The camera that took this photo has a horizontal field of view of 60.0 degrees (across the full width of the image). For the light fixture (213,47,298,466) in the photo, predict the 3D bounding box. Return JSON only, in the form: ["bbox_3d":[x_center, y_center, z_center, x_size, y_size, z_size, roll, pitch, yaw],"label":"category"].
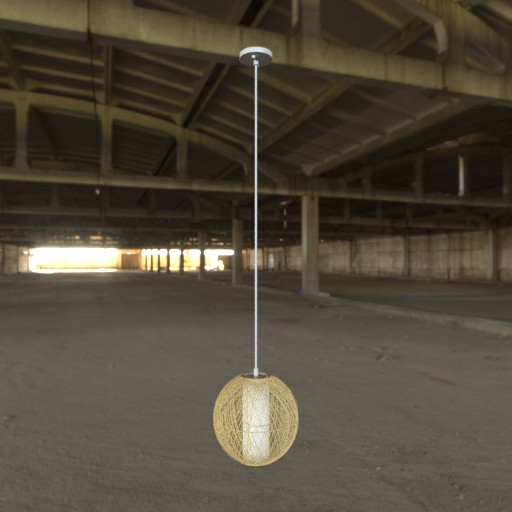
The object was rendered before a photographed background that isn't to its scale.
[{"bbox_3d":[0.000,0.000,2.141,0.406,1.955,0.407,0,-1,-19],"label":"light fixture"}]
